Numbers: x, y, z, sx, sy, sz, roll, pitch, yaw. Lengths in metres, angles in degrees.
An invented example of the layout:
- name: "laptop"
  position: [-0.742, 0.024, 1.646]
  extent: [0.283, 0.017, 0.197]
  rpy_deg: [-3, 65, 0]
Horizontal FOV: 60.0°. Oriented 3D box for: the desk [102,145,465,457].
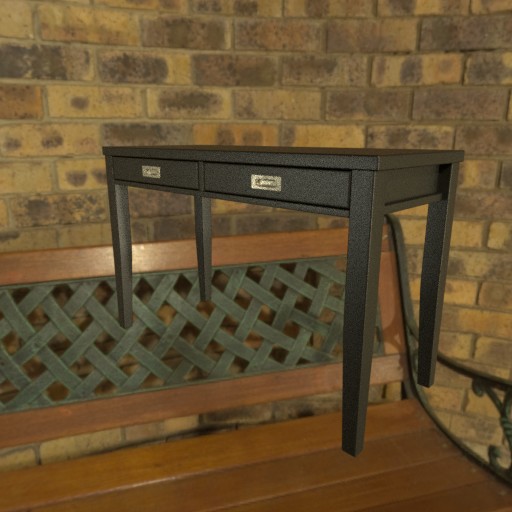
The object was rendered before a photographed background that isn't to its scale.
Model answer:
- name: "desk"
  position: [0.000, 0.000, 1.635]
  extent: [1.220, 0.775, 0.508]
  rpy_deg: [14, 21, 42]
